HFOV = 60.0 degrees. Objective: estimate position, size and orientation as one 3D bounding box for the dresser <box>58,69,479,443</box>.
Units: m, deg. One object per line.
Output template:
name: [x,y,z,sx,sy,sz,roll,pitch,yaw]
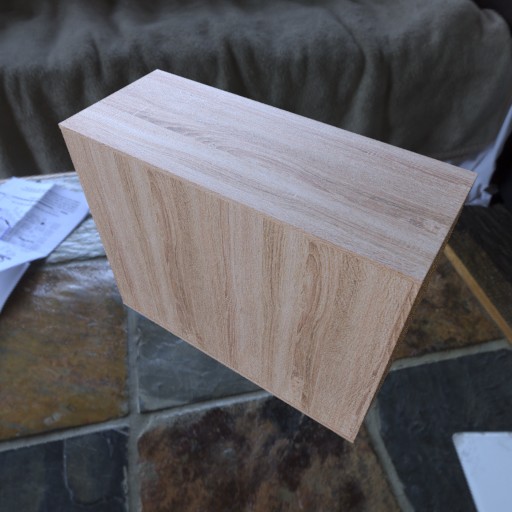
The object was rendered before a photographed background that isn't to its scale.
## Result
dresser: [0.000,0.000,1.559,1.100,0.900,0.450,26,52,22]
